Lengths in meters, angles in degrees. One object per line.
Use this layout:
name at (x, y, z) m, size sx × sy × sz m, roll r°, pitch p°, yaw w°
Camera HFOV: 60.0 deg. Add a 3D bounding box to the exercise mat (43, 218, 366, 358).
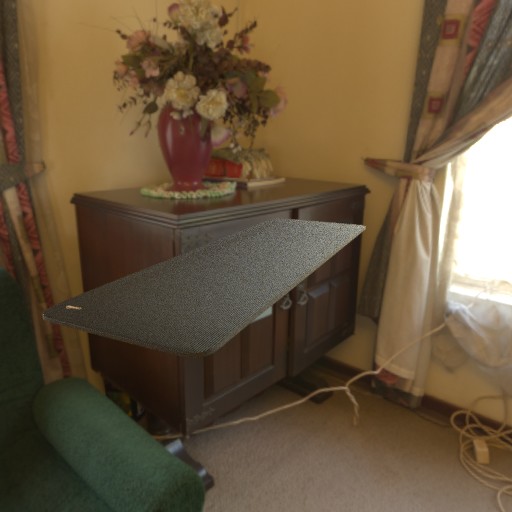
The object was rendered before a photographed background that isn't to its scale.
exercise mat at (0.000, 0.000, 2.038) m, size 0.616 × 0.021 × 1.869 m, roll 7°, pitch 17°, yaw 25°
